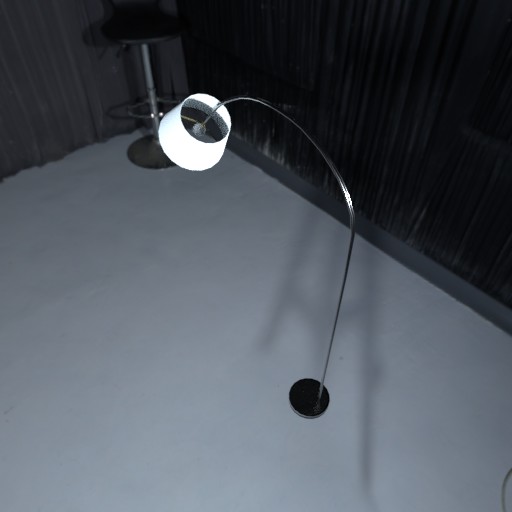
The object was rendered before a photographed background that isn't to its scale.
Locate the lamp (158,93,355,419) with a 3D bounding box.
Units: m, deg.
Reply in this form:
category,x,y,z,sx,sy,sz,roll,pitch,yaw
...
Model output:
category,x,y,z,sx,sy,sz,roll,pitch,yaw
lamp,0.000,0.000,2.760,0.406,2.098,1.445,-33,54,-28
